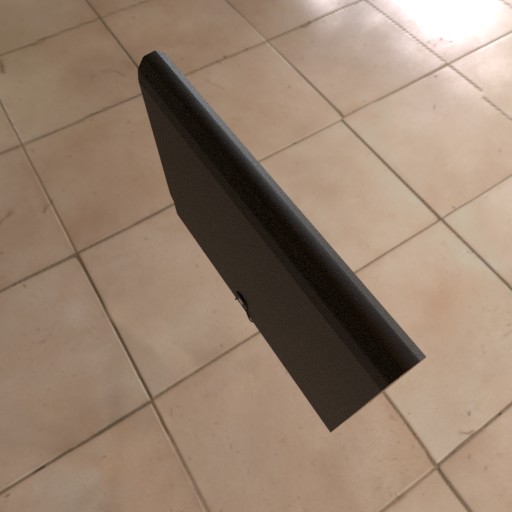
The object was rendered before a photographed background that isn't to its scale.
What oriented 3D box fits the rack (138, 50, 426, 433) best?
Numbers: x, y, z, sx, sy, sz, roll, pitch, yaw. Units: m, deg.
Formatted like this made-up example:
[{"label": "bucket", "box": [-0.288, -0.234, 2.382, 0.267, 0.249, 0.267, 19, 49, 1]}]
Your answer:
[{"label": "rack", "box": [0.000, 0.000, 0.428, 0.041, 0.241, 0.330, -31, 66, -15]}]
